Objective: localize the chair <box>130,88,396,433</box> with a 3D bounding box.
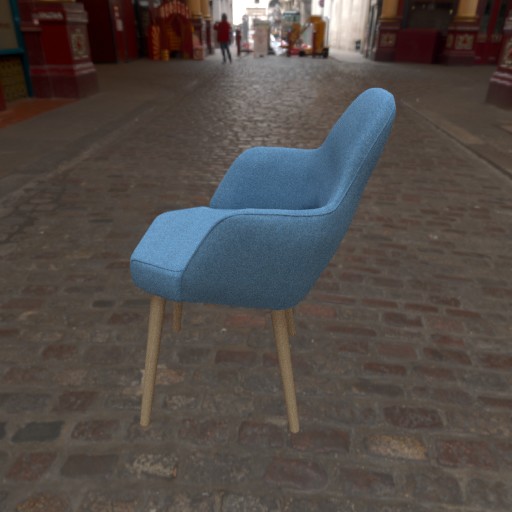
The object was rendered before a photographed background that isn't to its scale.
[{"bbox_3d":[0.000,0.000,1.294,0.666,0.920,0.589,1,28,3],"label":"chair"}]
